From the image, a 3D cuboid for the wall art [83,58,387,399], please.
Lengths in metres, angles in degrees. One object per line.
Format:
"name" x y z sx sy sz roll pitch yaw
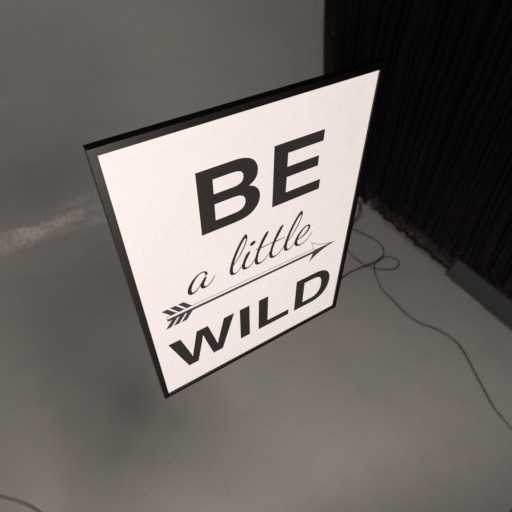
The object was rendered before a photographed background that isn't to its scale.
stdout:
"wall art" 0.000 0.000 0.775 0.442 0.582 0.013 -24 51 -22
